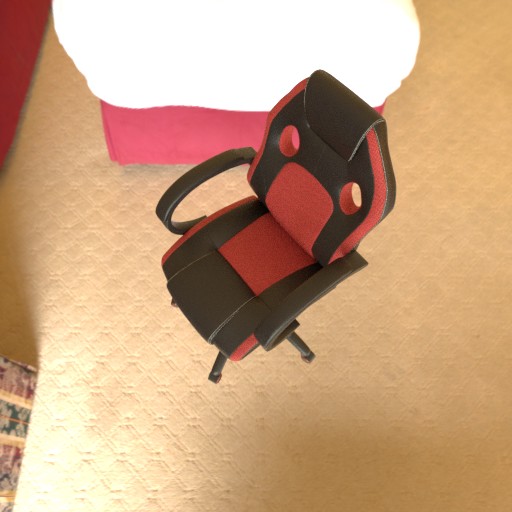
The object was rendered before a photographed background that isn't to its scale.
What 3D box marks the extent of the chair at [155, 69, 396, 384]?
[{"bbox_3d":[0.000,0.000,1.711,0.783,1.189,0.750,-35,68,-16],"label":"chair"}]
